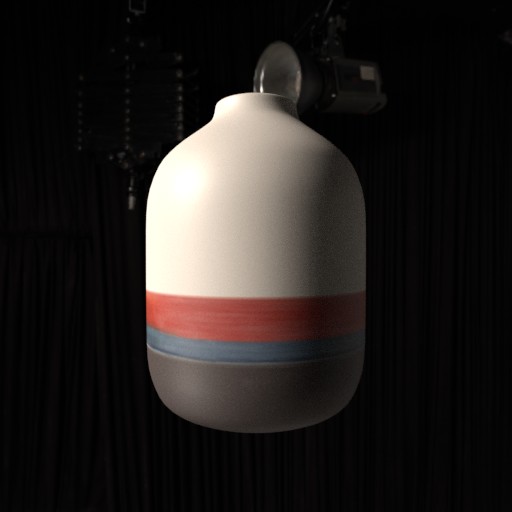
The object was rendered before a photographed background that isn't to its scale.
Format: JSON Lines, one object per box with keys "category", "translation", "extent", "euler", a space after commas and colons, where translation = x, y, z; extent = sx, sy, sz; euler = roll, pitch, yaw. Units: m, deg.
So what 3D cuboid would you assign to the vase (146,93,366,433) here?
{"category": "vase", "translation": [0.000, 0.000, 0.352], "extent": [0.169, 0.237, 0.169], "euler": [0, 0, 0]}
